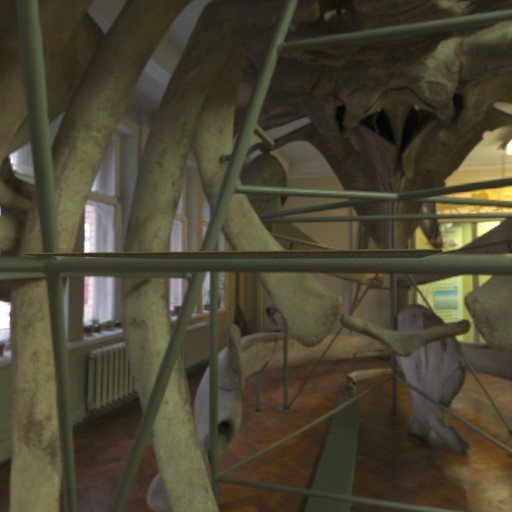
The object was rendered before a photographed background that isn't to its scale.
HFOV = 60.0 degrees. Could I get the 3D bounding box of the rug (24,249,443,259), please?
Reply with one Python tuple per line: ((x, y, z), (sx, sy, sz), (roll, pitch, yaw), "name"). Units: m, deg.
((0.000, 0.000, 4.118), (3.041, 0.020, 2.413), (0, -1, 18), "rug")
